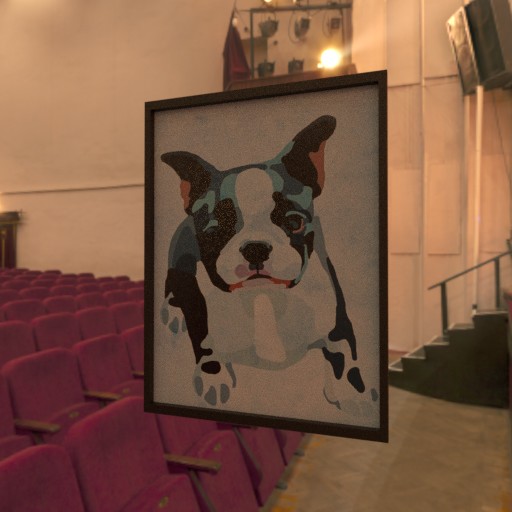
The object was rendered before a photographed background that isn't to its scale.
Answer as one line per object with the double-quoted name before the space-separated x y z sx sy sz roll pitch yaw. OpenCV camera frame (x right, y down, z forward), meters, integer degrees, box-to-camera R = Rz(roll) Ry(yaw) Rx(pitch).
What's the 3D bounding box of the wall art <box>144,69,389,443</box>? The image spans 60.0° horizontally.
"wall art" 0.000 0.000 1.356 0.774 1.027 0.030 0 -1 19
